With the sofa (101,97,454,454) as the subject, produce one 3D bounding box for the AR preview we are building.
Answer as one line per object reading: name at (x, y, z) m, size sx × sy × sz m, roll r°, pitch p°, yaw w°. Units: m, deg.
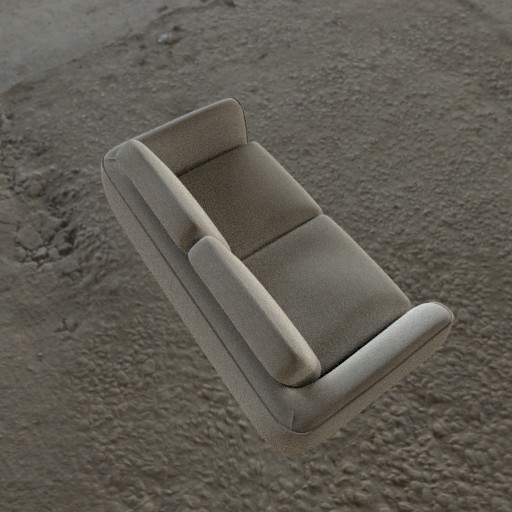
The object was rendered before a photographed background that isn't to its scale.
sofa at (0.000, 0.000, 2.184) m, size 0.920 × 0.850 × 1.700 m, roll -31°, pitch 63°, yaw -17°
